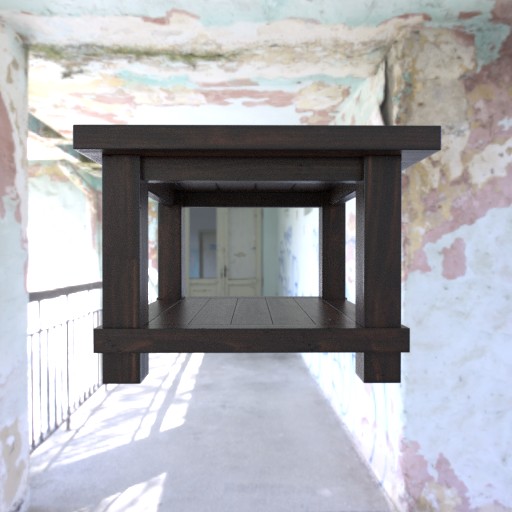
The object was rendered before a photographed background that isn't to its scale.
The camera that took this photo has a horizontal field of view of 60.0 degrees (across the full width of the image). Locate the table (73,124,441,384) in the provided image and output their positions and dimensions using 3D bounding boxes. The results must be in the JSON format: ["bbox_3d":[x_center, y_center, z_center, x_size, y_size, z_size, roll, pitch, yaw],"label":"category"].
[{"bbox_3d":[0.000,0.000,1.025,0.606,0.437,0.593,0,1,-1],"label":"table"}]
